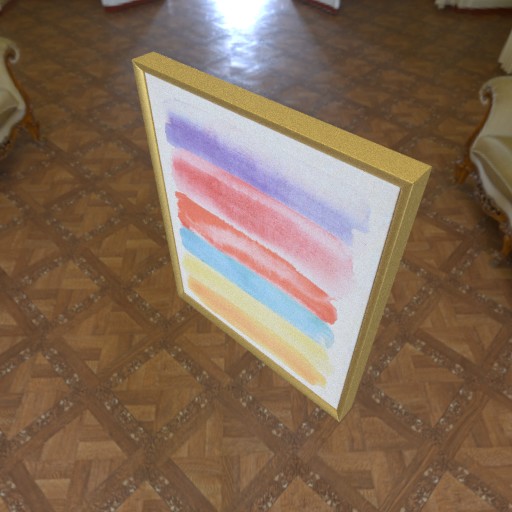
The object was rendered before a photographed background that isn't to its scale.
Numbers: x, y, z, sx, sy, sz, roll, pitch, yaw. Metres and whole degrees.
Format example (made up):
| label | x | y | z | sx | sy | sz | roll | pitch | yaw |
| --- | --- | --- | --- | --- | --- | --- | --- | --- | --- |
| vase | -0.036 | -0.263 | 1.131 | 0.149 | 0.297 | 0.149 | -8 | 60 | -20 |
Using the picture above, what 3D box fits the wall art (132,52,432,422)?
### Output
| label | x | y | z | sx | sy | sz | roll | pitch | yaw |
| --- | --- | --- | --- | --- | --- | --- | --- | --- | --- |
| wall art | 0.000 | 0.000 | 0.883 | 0.537 | 0.642 | 0.048 | 33 | 54 | 28 |
